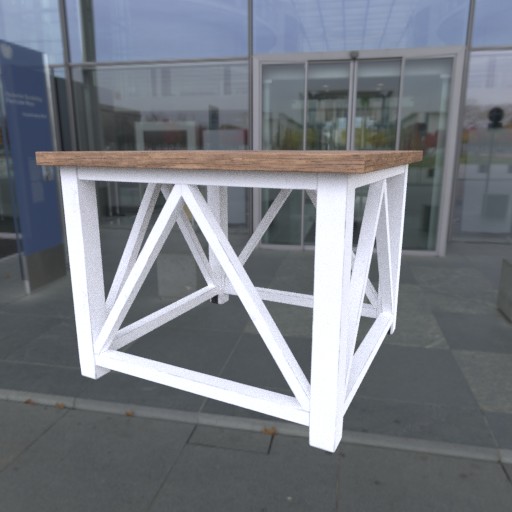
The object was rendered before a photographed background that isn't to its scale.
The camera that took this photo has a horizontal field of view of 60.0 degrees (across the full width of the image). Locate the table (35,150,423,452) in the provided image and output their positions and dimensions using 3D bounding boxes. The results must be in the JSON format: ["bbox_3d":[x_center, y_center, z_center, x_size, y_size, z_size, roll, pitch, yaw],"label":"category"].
[{"bbox_3d":[0.000,0.000,1.157,0.700,0.532,0.700,7,15,26],"label":"table"}]
